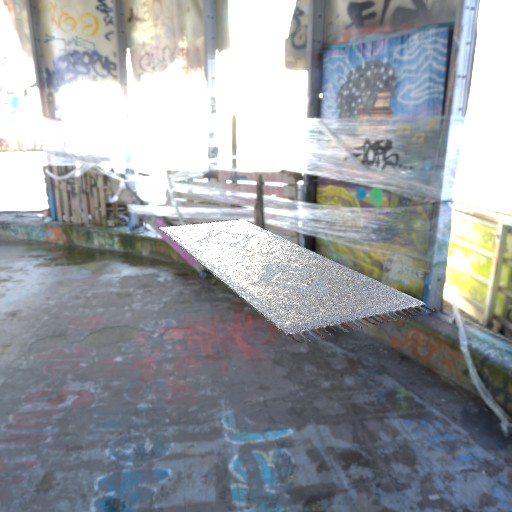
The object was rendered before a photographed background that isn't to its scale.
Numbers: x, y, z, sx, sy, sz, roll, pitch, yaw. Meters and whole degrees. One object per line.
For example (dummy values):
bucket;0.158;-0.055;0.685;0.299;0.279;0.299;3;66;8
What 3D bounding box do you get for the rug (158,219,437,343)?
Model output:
rug;0.000;0.000;2.824;1.324;0.018;2.378;-3;17;-9
